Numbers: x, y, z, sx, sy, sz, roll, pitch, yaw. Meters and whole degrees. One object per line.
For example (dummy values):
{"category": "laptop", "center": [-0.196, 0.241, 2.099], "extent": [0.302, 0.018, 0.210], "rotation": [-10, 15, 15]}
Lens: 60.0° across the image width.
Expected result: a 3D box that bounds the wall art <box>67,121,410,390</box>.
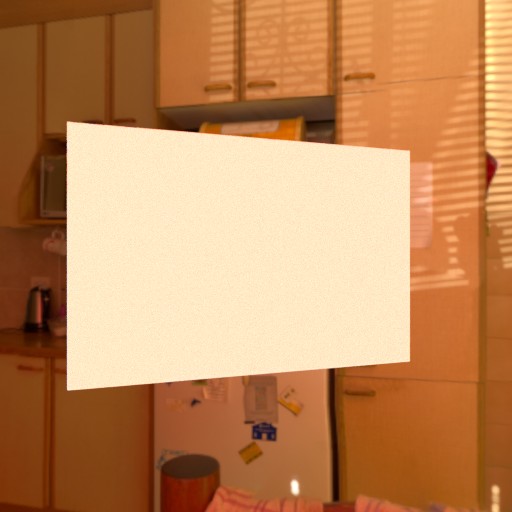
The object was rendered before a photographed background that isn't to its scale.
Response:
{"category": "wall art", "center": [0.000, 0.000, 0.778], "extent": [0.609, 0.406, 0.039], "rotation": [0, 0, -18]}
